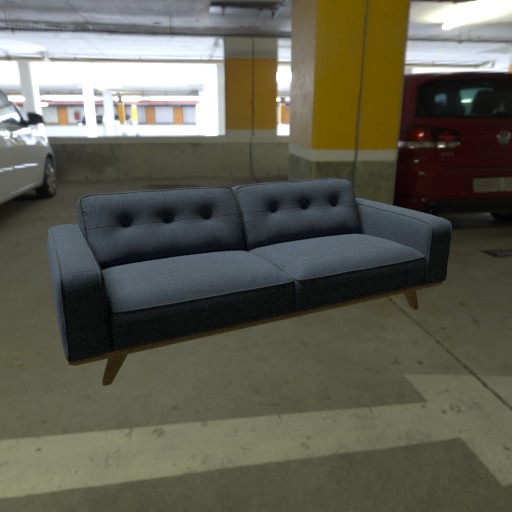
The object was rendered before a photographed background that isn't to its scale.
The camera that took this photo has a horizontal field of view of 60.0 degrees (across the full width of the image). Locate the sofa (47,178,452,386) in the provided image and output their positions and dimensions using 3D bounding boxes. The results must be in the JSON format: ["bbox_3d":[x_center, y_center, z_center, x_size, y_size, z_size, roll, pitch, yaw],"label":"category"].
[{"bbox_3d":[0.000,0.000,2.688,2.270,0.782,0.953,-8,19,-25],"label":"sofa"}]
